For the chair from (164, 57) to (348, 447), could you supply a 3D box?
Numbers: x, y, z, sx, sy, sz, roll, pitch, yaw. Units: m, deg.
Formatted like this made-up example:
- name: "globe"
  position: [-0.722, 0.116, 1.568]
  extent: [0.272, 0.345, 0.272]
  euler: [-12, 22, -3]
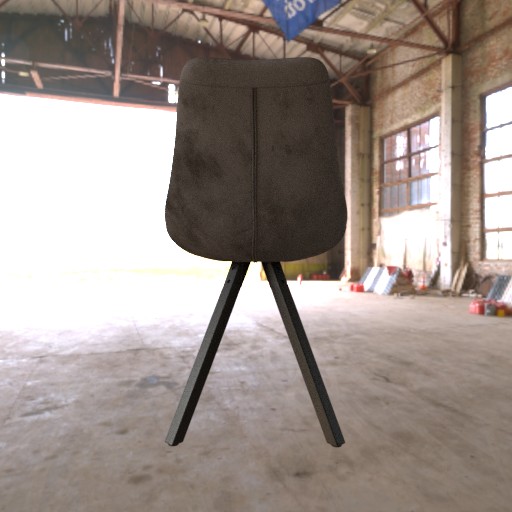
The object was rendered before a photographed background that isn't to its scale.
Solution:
- name: "chair"
  position: [0.000, 0.000, 1.201]
  extent: [0.476, 0.850, 0.550]
  euler: [0, 1, 1]
